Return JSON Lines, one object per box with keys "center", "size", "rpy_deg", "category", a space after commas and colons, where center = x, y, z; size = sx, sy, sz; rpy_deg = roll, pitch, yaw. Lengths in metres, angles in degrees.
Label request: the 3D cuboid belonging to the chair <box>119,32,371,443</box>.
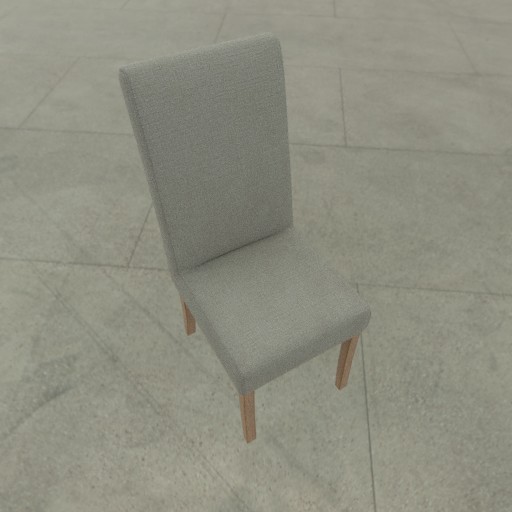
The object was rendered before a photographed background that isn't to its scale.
{"center": [0.000, 0.000, 1.333], "size": [0.450, 1.033, 0.611], "rpy_deg": [-23, 51, -20], "category": "chair"}
